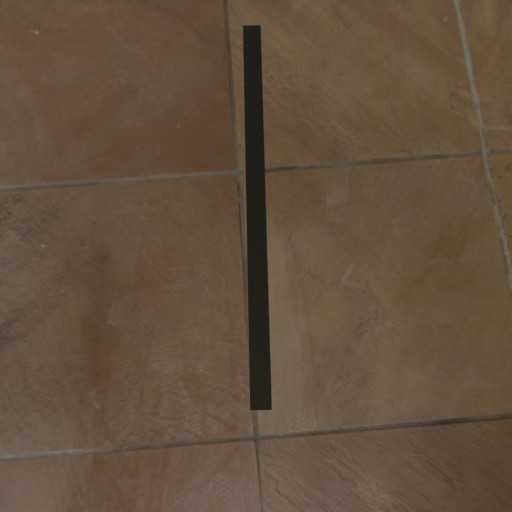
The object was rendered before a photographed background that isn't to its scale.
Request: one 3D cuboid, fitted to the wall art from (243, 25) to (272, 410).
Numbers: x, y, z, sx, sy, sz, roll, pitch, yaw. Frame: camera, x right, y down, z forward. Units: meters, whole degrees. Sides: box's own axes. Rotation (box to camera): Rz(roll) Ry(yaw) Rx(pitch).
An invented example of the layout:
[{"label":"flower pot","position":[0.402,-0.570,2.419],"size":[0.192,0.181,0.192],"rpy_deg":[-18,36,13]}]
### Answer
[{"label":"wall art","position":[0.000,0.000,1.405],"size":[0.039,1.061,0.804],"rpy_deg":[-1,78,0]}]
